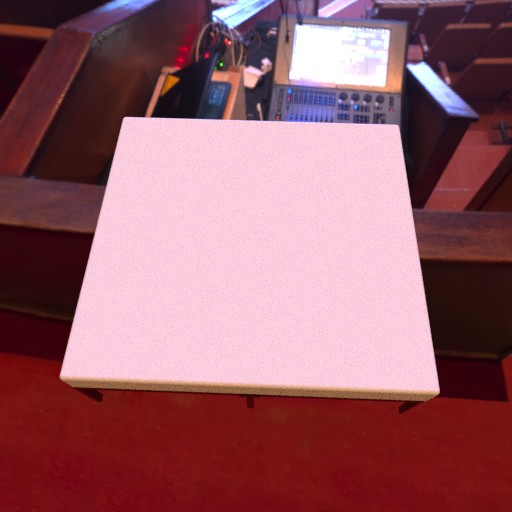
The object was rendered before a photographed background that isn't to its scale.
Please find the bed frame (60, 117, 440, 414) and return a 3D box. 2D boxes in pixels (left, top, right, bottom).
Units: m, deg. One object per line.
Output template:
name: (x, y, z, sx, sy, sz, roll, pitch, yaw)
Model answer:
bed frame: (0.000, 0.000, 3.128, 2.079, 0.659, 1.963, 2, 62, 1)
